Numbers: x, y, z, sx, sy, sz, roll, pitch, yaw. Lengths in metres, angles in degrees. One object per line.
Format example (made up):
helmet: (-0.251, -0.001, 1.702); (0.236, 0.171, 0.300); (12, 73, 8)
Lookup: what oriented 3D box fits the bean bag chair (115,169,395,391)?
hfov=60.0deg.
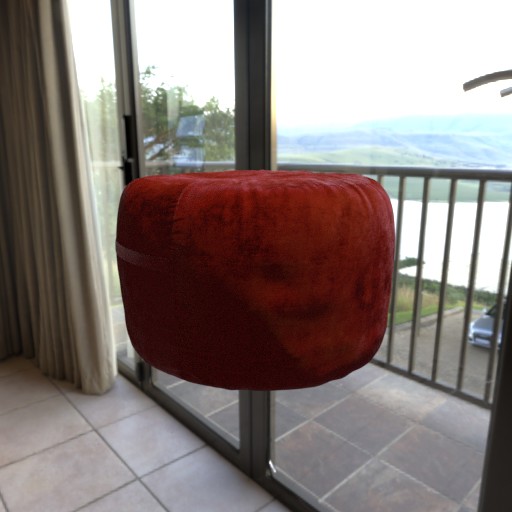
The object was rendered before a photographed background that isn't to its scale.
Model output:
bean bag chair: (0.000, 0.000, 2.045); (1.219, 0.762, 1.219); (0, 13, 0)
